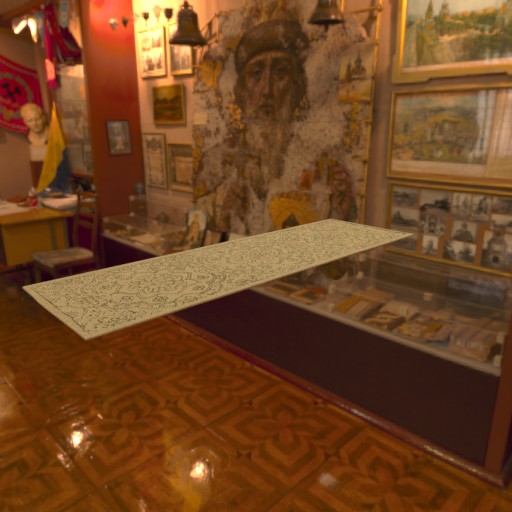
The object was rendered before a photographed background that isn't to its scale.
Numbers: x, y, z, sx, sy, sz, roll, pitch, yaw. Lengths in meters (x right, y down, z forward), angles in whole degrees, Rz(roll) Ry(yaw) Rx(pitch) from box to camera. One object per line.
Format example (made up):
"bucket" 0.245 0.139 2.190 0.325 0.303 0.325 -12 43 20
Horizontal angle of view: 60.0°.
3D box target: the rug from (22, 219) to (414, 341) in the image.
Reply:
"rug" 0.000 0.000 2.710 2.448 0.012 0.769 -15 22 -41
